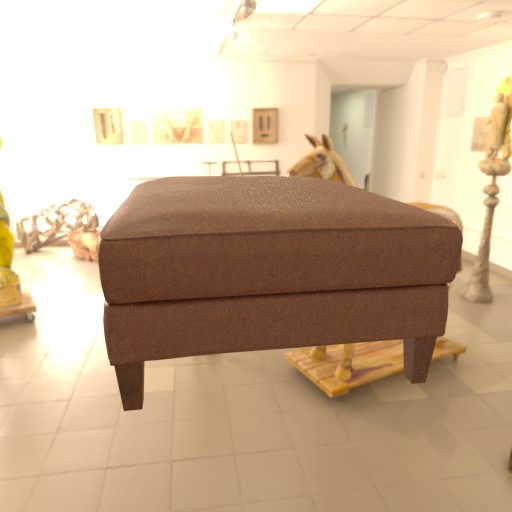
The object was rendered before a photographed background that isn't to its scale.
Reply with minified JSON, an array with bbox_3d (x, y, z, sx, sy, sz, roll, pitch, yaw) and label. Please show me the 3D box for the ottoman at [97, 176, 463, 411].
[{"bbox_3d":[0.000,0.000,1.457,0.836,0.472,0.987,-3,16,-9],"label":"ottoman"}]
